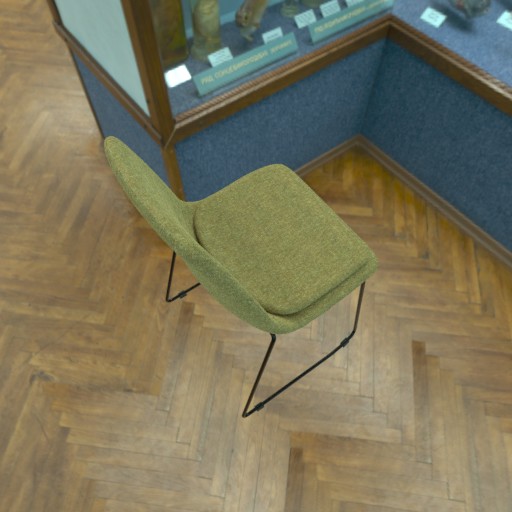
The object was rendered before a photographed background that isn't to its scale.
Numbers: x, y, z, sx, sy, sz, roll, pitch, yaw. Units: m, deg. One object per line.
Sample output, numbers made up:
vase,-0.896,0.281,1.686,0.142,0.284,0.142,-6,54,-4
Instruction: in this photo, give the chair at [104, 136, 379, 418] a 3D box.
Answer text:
chair,0.000,0.000,1.129,0.496,0.849,0.479,-31,63,-18
